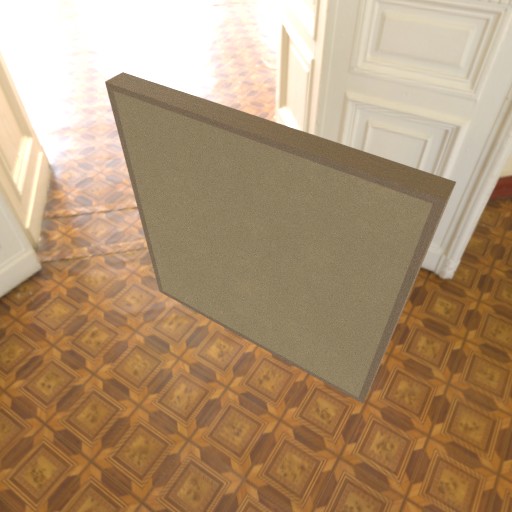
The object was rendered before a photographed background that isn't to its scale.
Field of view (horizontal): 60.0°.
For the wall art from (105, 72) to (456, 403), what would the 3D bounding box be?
[{"bbox_3d":[0.000,0.000,0.765,0.508,0.506,0.038,25,52,21],"label":"wall art"}]
